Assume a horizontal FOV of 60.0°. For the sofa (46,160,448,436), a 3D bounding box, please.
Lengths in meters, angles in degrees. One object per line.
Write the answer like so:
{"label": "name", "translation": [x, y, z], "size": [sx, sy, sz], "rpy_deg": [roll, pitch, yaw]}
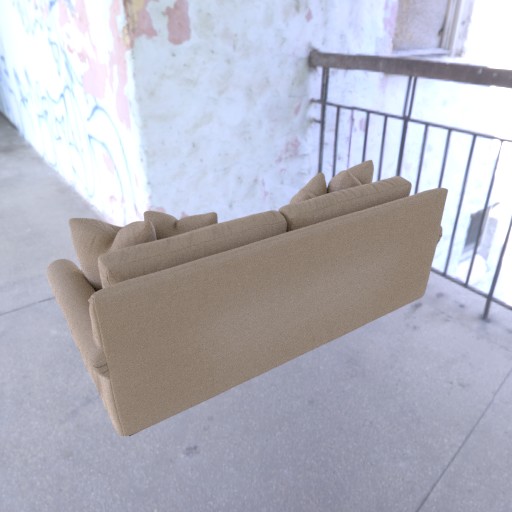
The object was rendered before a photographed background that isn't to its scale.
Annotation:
{"label": "sofa", "translation": [0.000, 0.000, 2.741], "size": [2.285, 0.904, 1.067], "rpy_deg": [-18, 33, -29]}
